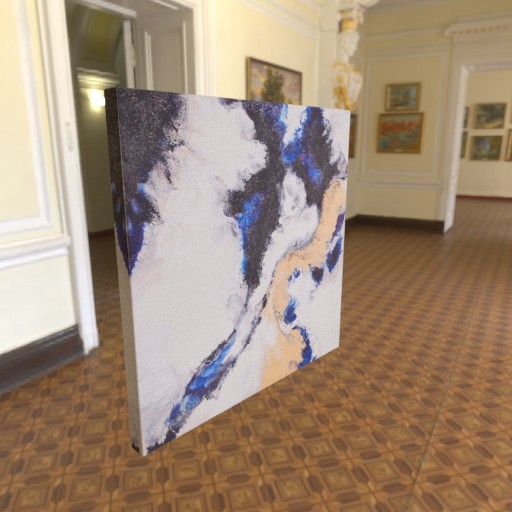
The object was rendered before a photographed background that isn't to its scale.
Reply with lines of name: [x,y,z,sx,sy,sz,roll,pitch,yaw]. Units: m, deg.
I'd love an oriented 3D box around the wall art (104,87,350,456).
wall art: [0.000,0.000,0.924,0.039,0.609,0.609,13,19,42]
